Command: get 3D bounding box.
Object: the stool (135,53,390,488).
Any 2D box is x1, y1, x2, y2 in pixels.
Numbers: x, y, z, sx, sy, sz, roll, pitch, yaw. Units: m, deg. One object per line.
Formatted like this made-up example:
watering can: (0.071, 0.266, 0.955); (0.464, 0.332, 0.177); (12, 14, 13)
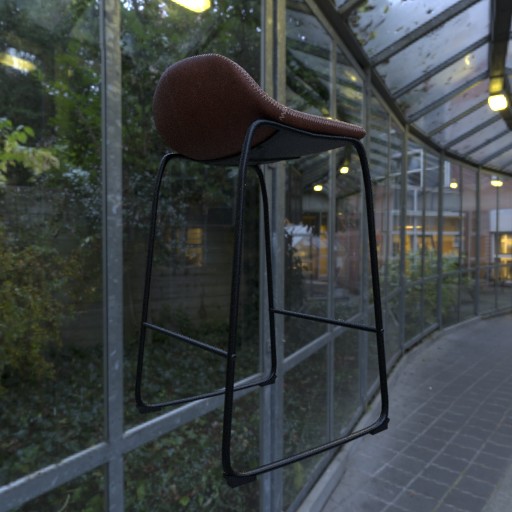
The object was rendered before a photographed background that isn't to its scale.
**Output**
stool: (0.000, 0.000, 1.103); (0.473, 0.830, 0.454); (-1, 2, -36)
